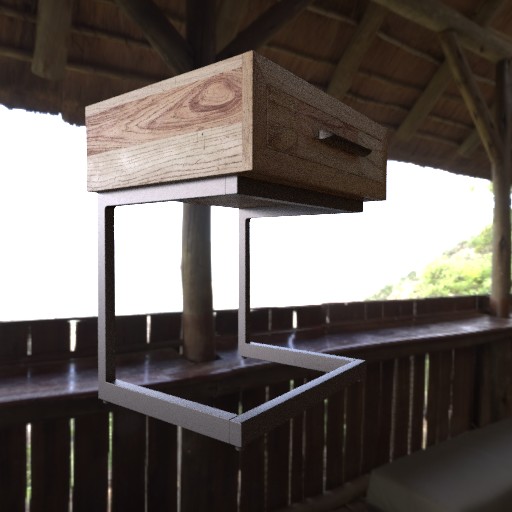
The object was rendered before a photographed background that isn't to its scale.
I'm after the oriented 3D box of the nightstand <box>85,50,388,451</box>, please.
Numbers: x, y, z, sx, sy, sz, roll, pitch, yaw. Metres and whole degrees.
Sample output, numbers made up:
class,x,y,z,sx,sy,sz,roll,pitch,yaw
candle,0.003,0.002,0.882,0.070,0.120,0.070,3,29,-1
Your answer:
class,x,y,z,sx,sy,sz,roll,pitch,yaw
nightstand,0.000,0.000,1.015,0.481,0.632,0.558,1,1,37
